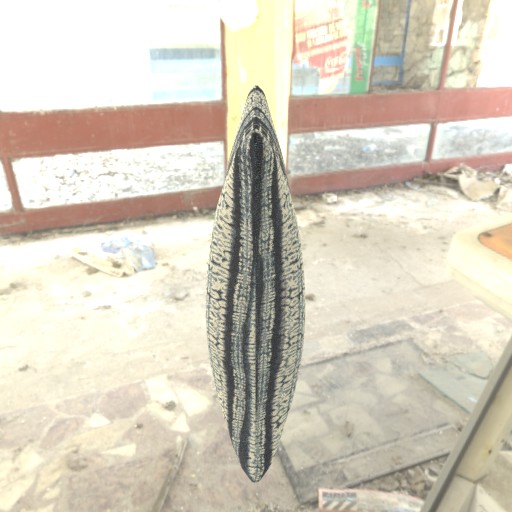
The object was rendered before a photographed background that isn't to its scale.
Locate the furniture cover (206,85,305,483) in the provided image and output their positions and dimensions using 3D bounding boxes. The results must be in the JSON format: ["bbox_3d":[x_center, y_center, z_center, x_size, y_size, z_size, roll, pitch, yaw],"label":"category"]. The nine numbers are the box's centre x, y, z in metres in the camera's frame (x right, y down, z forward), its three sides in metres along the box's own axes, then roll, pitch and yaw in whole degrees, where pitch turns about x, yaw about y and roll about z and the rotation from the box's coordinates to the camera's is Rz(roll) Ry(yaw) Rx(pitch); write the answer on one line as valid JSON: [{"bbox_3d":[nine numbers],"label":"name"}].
[{"bbox_3d":[0.000,0.000,0.651,0.133,0.435,0.425,0,26,0],"label":"furniture cover"}]
